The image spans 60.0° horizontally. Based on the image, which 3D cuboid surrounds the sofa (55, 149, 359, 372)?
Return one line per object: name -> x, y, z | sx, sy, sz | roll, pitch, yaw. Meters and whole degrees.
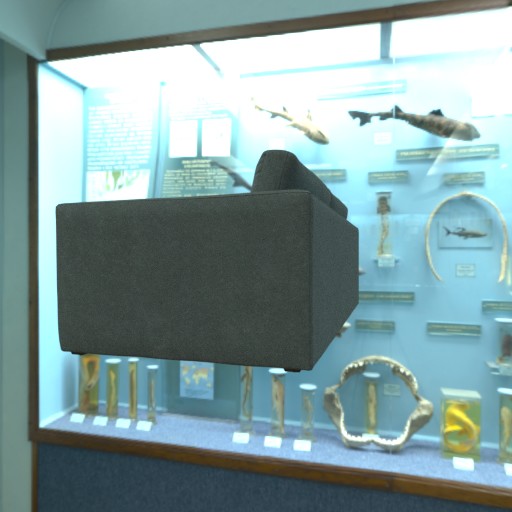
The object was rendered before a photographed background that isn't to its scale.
sofa -> 0.000, 0.000, 2.751 | 1.092, 0.838, 2.257 | 0, 0, 17
